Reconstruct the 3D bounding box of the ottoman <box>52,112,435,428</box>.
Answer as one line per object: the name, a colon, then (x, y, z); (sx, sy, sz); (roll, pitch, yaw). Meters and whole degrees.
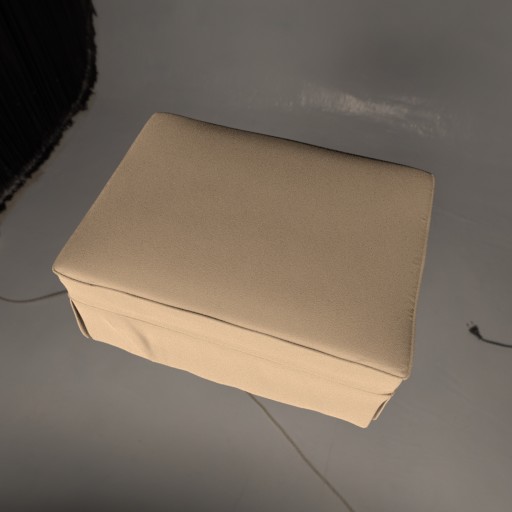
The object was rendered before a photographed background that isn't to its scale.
ottoman: (0.000, 0.000, 1.360); (0.959, 0.482, 0.721); (15, 59, 9)
